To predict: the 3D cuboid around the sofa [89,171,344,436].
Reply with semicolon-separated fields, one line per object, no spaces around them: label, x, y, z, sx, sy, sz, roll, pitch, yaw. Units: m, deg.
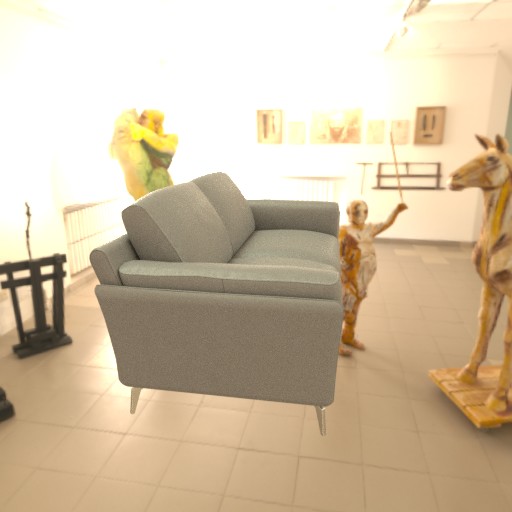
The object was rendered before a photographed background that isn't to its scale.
sofa;0.000;0.000;2.742;1.049;0.930;2.101;3;16;10
